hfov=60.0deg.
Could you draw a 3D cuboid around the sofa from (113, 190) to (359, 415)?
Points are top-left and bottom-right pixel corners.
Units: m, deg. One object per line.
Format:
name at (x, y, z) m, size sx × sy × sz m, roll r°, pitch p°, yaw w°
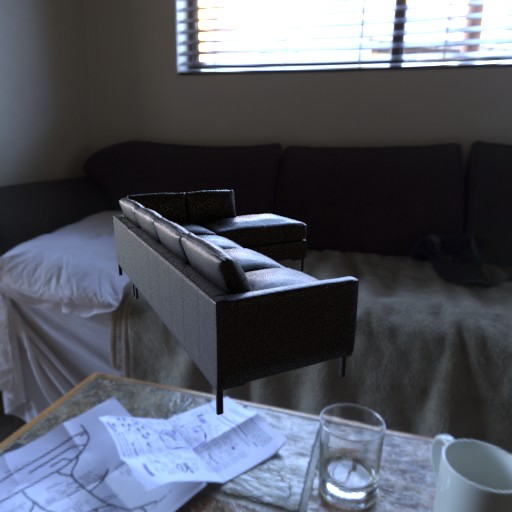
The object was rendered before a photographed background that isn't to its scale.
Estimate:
sofa at (0.000, 0.000, 3.901) m, size 1.938 × 0.877 × 2.984 m, roll -7°, pitch 16°, yaw -26°
